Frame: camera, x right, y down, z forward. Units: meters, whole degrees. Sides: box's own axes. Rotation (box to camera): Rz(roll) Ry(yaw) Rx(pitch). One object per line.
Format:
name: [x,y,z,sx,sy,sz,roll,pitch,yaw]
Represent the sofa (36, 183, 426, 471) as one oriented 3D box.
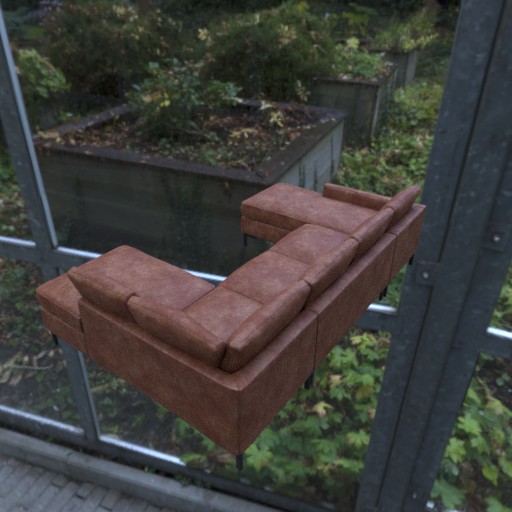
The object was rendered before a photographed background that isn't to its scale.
sofa: [0.000,0.000,3.838,1.939,0.900,2.956,20,36,31]
